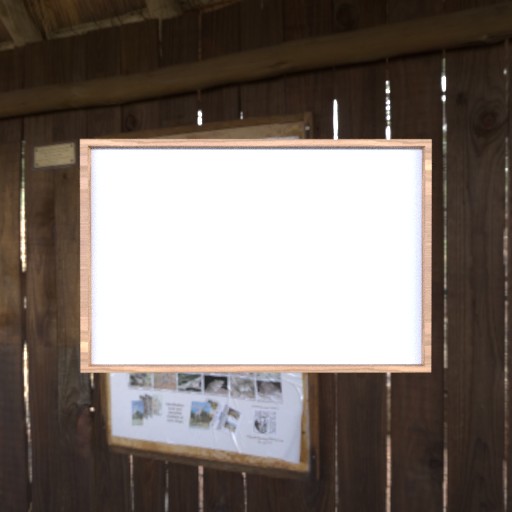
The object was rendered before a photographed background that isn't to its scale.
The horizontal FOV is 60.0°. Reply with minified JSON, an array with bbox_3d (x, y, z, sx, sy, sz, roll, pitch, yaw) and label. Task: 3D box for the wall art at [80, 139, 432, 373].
[{"bbox_3d":[0.000,0.000,1.451,1.137,0.756,0.034,0,0,0],"label":"wall art"}]
